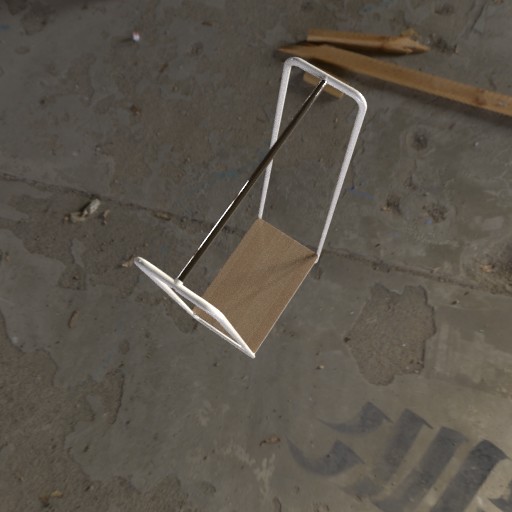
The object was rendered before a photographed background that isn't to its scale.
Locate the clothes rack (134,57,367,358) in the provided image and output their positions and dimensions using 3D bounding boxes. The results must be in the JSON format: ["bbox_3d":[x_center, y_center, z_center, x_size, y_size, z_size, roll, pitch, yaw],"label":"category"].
[{"bbox_3d":[0.000,0.000,1.733,0.400,1.500,0.640,33,78,8],"label":"clothes rack"}]
